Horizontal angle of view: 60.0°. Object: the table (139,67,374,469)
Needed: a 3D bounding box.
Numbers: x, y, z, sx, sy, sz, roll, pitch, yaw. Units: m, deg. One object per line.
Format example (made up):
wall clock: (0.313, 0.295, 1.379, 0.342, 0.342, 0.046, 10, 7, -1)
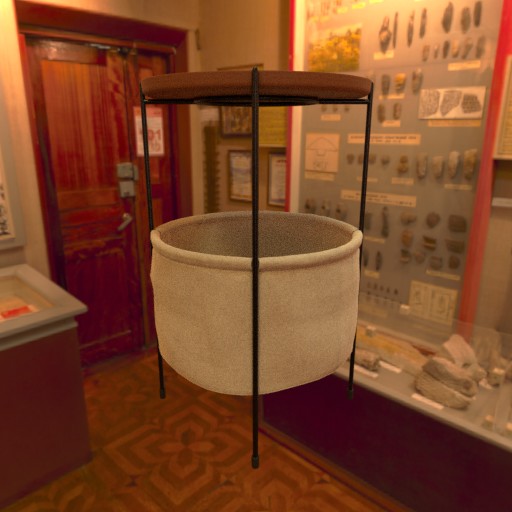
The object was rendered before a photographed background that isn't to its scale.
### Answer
table: (0.000, 0.000, 0.850, 0.393, 0.623, 0.393, -15, 22, -42)
